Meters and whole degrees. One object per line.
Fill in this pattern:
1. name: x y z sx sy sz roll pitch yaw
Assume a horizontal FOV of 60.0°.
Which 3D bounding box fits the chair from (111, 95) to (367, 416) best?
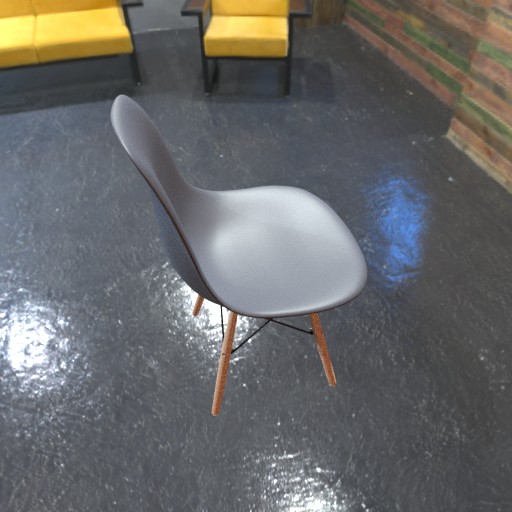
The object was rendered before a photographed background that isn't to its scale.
1. chair: 0.000 0.000 1.124 0.533 0.826 0.470 -10 45 -10
